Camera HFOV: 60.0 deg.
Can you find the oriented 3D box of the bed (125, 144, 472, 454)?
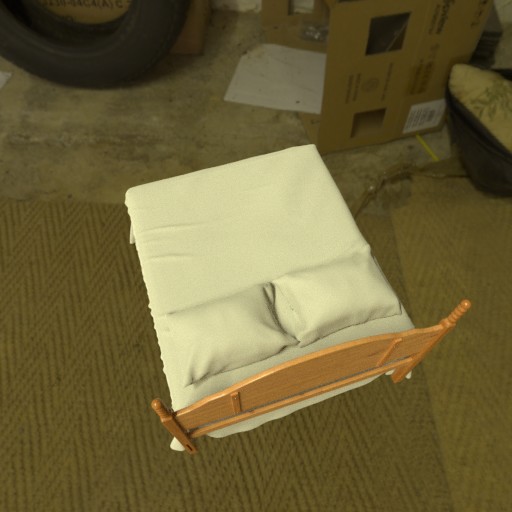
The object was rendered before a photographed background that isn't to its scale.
[{"bbox_3d":[0.000,0.000,3.174,1.873,1.356,2.040,-16,60,-9],"label":"bed"}]
